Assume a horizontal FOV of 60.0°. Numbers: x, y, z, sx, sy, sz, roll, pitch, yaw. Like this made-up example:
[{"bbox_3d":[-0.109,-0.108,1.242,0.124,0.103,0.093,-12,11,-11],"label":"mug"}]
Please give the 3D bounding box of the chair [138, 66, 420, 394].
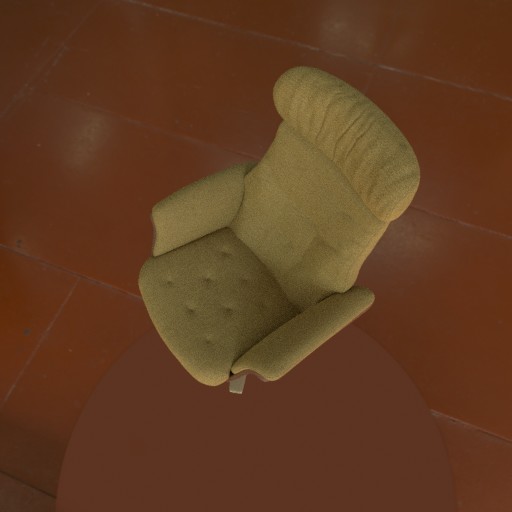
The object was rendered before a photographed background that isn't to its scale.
[{"bbox_3d":[0.000,0.000,1.555,0.837,0.995,0.785,-32,67,-15],"label":"chair"}]
